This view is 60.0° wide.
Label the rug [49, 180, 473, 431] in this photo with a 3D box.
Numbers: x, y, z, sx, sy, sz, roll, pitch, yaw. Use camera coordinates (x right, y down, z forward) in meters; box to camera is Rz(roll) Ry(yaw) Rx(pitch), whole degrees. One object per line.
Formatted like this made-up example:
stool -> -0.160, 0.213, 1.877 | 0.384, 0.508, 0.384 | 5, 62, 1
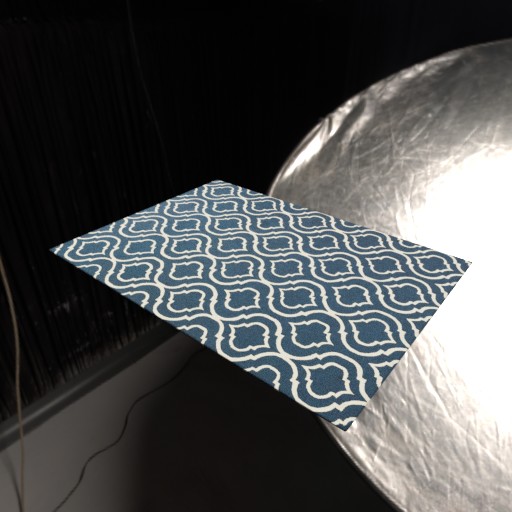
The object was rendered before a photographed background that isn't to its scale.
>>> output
rug -> 0.000, 0.000, 4.321 | 3.353, 0.010, 2.438 | 23, 38, 33
